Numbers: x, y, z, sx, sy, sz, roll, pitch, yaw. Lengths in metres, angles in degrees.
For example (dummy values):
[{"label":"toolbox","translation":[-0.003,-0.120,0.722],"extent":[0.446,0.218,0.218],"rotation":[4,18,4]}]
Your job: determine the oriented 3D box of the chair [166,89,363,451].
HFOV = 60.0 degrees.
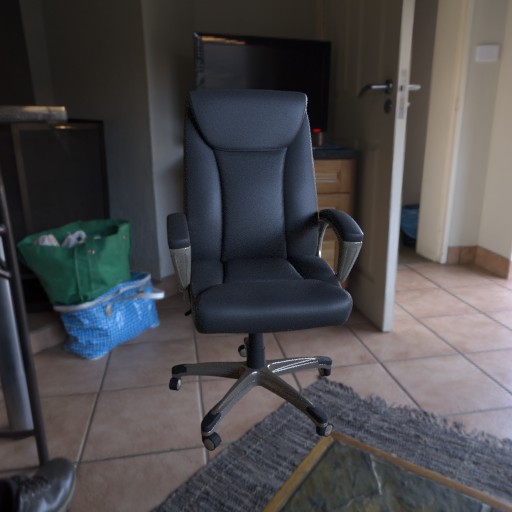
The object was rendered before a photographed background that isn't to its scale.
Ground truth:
[{"label":"chair","translation":[0.000,0.000,1.620],"extent":[0.694,1.188,0.748],"rotation":[-2,16,-8]}]
